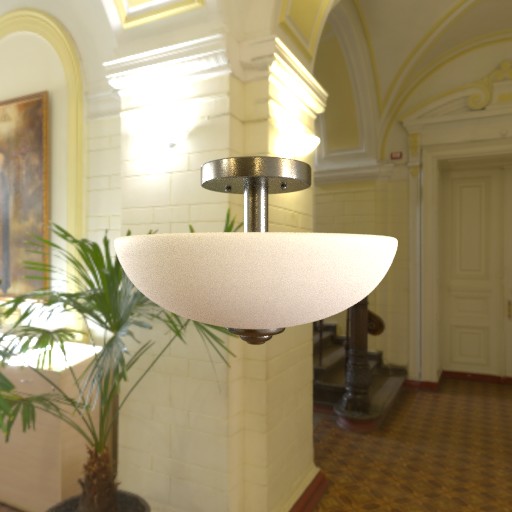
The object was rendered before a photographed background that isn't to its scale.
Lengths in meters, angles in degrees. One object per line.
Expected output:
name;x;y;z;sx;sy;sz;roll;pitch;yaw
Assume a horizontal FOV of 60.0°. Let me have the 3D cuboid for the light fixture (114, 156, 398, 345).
light fixture;0.000;0.000;0.542;0.330;0.214;0.330;0;0;0
